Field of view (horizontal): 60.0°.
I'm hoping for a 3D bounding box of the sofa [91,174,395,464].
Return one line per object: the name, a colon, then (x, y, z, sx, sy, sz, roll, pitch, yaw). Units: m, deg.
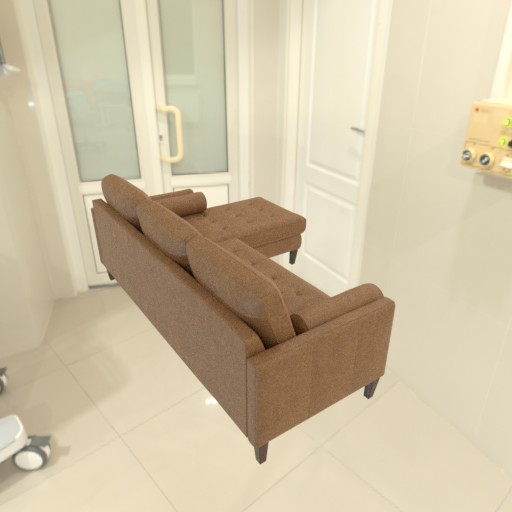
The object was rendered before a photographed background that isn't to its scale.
sofa: (0.000, 0.000, 2.958, 1.506, 0.876, 2.178, -17, 31, -31)
